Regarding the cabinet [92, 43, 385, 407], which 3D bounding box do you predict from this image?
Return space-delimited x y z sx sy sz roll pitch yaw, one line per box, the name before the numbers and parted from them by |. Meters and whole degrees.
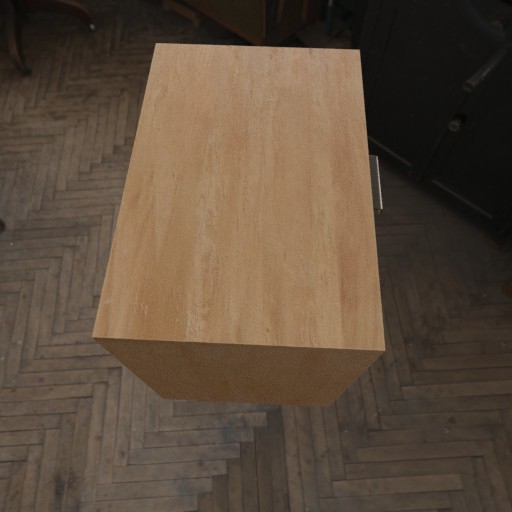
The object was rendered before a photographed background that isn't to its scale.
cabinet | 0.000 0.000 0.950 0.394 0.599 0.551 2 63 1
